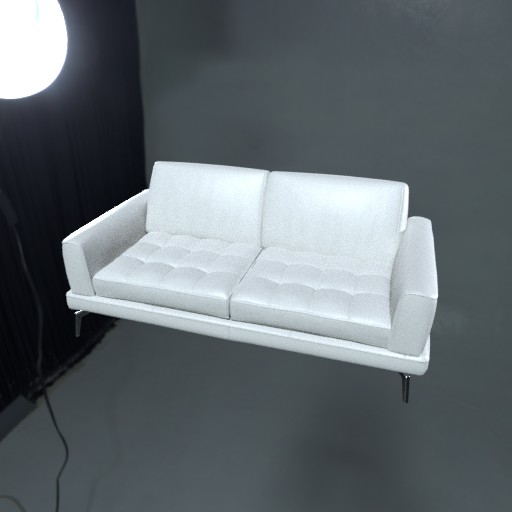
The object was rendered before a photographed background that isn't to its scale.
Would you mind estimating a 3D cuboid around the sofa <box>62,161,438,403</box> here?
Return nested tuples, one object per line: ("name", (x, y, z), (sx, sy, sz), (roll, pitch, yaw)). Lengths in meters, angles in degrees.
("sofa", (0.000, 0.000, 2.842), (2.177, 0.930, 1.121), (8, 28, 15))
